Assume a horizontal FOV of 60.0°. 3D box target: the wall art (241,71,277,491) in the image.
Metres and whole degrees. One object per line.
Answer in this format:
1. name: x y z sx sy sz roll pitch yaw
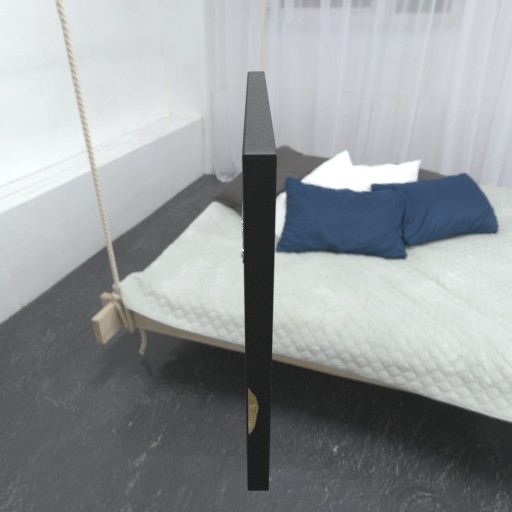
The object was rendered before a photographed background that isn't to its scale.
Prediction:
1. wall art: 0.000 0.000 0.892 0.043 0.611 0.610 0 30 0
